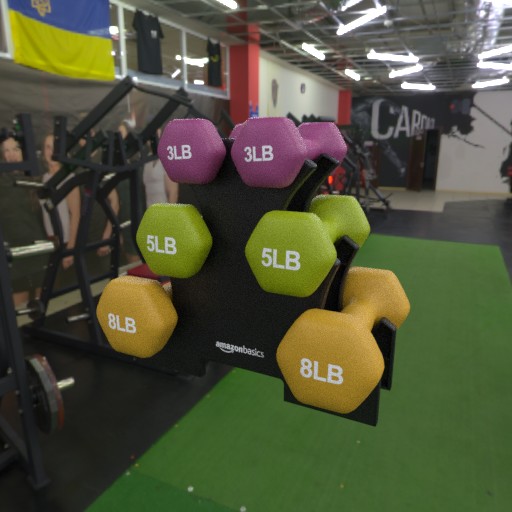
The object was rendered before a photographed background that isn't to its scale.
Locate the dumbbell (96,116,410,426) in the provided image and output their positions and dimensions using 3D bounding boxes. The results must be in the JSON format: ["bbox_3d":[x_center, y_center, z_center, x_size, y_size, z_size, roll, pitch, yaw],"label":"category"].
[{"bbox_3d":[0.000,0.000,0.465,0.300,0.271,0.190,7,16,26],"label":"dumbbell"}]
